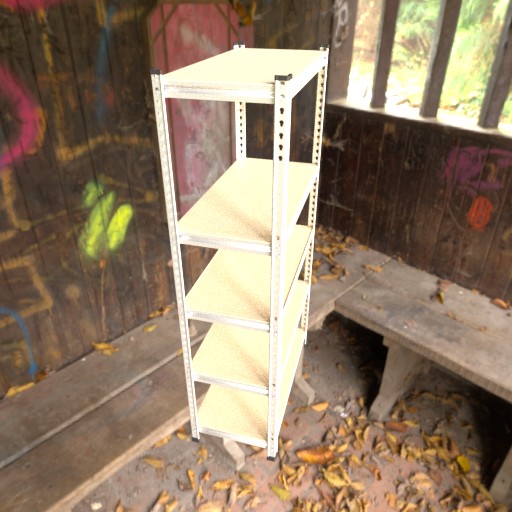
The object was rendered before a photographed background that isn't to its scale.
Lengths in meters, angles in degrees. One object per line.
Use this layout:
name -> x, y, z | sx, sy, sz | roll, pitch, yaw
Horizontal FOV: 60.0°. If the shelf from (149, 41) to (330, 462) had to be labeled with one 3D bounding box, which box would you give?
shelf -> 0.000, 0.000, 2.196 | 0.457, 1.829, 0.914 | 8, 32, 13
